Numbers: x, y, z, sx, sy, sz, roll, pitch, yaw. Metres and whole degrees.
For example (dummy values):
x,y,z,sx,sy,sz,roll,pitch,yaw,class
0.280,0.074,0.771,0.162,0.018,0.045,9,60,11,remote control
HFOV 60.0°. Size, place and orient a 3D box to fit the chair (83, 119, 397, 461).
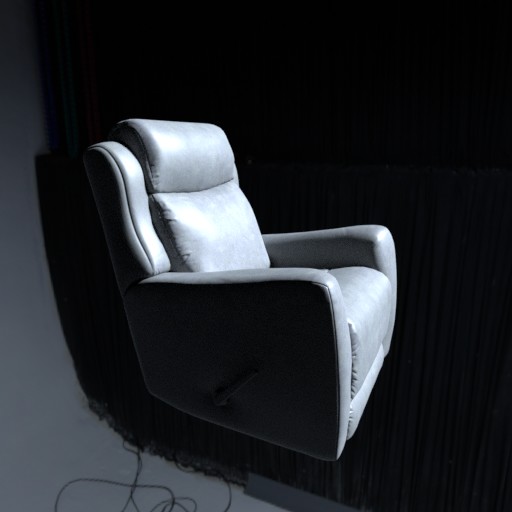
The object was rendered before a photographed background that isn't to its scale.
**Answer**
x,y,z,sx,sy,sz,roll,pitch,yaw,class
0.000,0.000,1.892,1.068,1.116,0.967,7,16,26,chair
